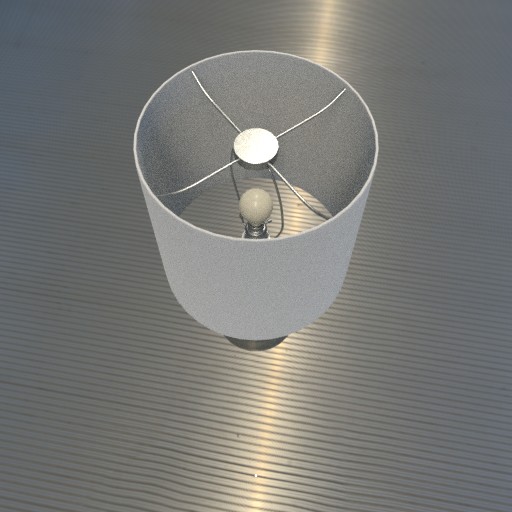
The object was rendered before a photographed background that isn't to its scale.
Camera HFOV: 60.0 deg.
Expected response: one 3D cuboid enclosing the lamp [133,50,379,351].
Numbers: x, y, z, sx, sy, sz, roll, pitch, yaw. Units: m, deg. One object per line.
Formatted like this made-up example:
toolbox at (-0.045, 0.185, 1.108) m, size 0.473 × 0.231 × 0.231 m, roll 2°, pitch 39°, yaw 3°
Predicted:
lamp at (0.000, 0.000, 0.463) m, size 0.186 × 0.369 × 0.186 m, roll 0°, pitch 64°, yaw 0°
